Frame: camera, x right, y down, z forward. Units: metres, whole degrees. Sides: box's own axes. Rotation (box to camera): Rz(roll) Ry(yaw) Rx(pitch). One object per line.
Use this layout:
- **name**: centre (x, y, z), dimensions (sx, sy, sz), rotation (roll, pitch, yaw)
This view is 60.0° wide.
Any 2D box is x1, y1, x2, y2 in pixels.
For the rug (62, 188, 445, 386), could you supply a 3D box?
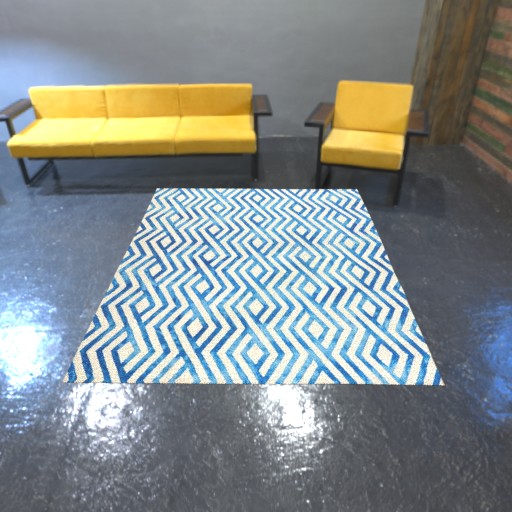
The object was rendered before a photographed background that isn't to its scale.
- **rug**: centre (0.000, 0.000, 4.119), dimensions (2.453, 0.008, 3.059), rotation (0, 32, 0)
